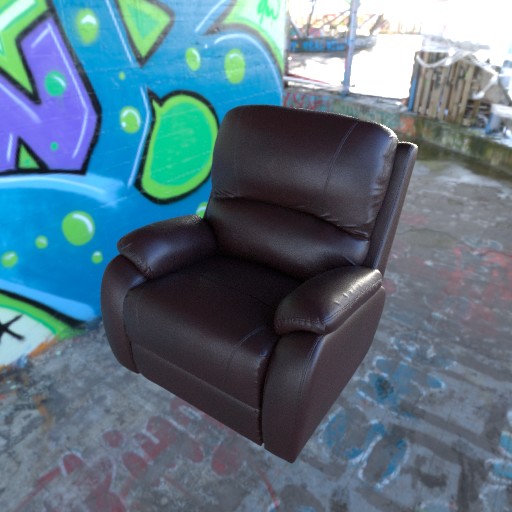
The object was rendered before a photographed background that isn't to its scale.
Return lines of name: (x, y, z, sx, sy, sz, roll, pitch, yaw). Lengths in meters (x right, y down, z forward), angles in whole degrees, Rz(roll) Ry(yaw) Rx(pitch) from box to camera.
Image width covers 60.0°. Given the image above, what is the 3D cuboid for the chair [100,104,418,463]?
chair: (0.000, 0.000, 1.729, 0.930, 1.011, 0.899, 18, 34, 29)
